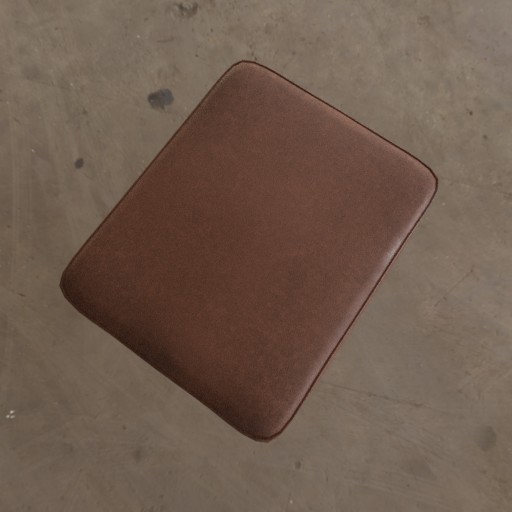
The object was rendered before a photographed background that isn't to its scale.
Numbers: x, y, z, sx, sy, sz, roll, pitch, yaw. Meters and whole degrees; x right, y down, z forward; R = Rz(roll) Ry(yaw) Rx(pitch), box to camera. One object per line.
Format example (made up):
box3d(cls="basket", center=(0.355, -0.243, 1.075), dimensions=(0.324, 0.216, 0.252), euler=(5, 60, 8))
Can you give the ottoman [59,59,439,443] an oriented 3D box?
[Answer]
box3d(cls="ottoman", center=(0.000, 0.000, 1.161), dimensions=(0.589, 0.537, 0.738), euler=(34, 79, 8))
